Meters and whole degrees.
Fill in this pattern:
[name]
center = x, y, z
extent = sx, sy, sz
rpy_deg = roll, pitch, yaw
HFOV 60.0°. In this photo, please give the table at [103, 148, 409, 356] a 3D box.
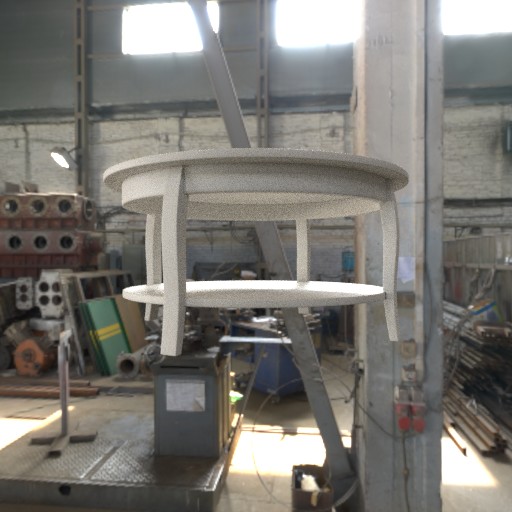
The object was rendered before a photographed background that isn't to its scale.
[table]
center = 0.000, 0.000, 1.396
extent = 0.910, 0.457, 0.910
rpy_deg = 0, 0, 0
